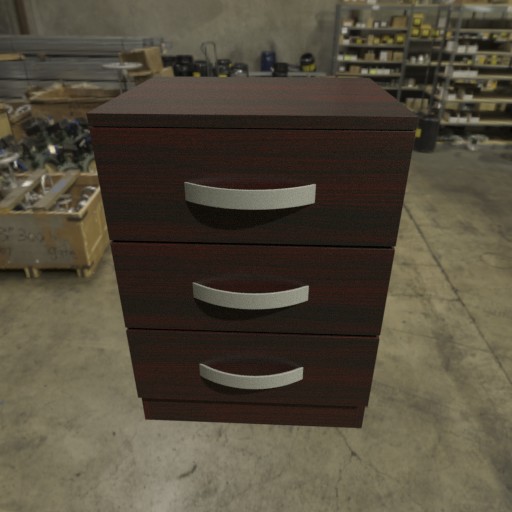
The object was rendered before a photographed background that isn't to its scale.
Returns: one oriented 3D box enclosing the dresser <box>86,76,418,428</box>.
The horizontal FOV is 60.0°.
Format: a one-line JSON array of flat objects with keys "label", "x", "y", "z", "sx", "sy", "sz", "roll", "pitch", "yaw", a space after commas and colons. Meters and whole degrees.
[{"label": "dresser", "x": 0.000, "y": 0.000, "z": 0.803, "sx": 0.400, "sy": 0.560, "sz": 0.360, "roll": 1, "pitch": 29, "yaw": 2}]
